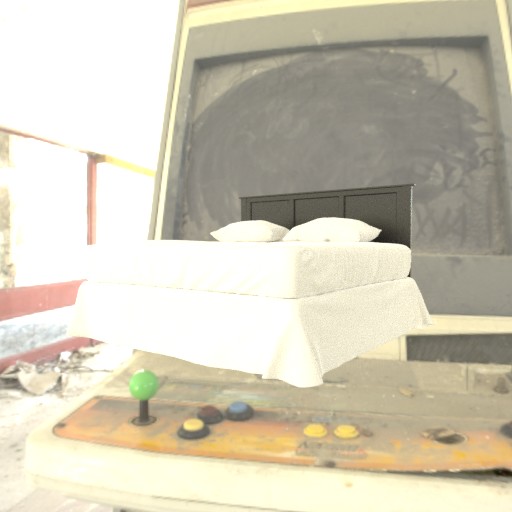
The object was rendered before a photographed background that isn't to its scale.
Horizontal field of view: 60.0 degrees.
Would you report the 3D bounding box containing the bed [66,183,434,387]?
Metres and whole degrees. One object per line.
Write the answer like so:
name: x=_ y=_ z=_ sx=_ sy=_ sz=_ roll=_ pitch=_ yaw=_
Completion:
bed: x=0.000 y=0.000 z=3.690 sx=2.315 sy=1.271 sz=2.219 roll=1 pitch=2 yaw=37
